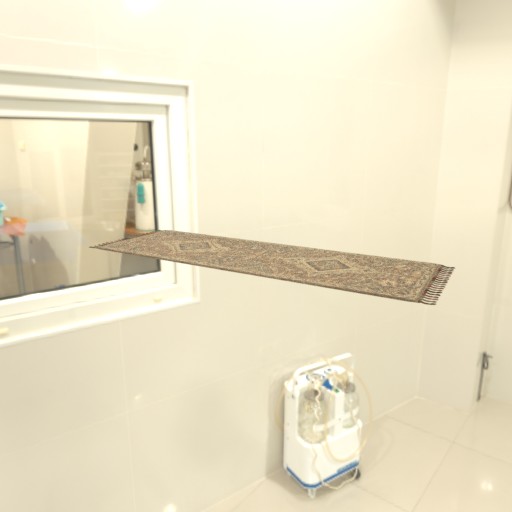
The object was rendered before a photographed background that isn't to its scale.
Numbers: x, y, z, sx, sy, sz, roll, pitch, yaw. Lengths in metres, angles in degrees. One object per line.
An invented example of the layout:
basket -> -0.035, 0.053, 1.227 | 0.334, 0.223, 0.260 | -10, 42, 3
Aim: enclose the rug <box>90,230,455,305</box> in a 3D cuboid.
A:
rug -> 0.000, 0.000, 2.841 | 1.324, 0.018, 2.378 | -14, 20, -42
